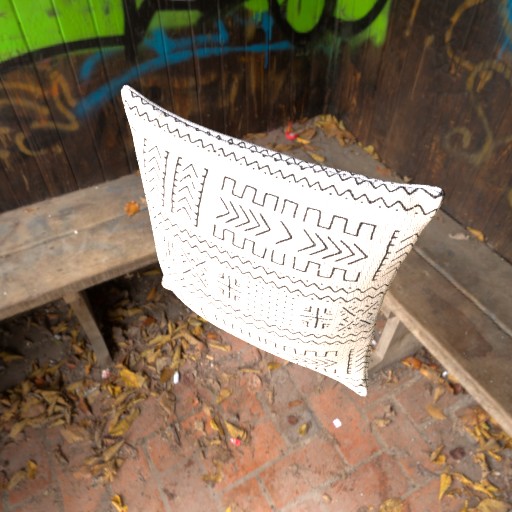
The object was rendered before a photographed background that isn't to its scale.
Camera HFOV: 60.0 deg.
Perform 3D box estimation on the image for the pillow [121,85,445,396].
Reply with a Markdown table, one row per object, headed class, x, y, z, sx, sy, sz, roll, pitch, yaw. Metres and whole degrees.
| class | x | y | z | sx | sy | sz | roll | pitch | yaw |
| --- | --- | --- | --- | --- | --- | --- | --- | --- | --- |
| pillow | 0.000 | 0.000 | 0.664 | 0.438 | 0.430 | 0.164 | 25 | 52 | 21 |
